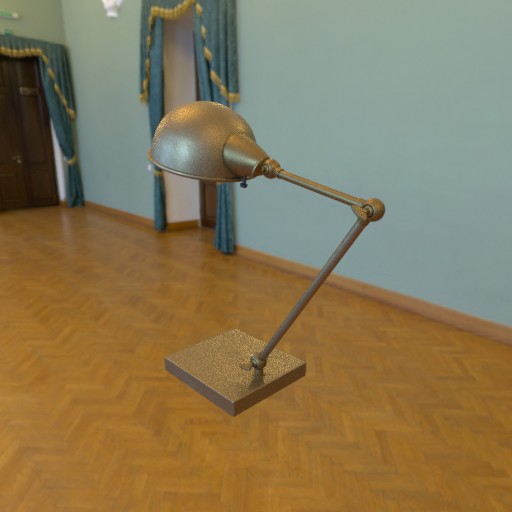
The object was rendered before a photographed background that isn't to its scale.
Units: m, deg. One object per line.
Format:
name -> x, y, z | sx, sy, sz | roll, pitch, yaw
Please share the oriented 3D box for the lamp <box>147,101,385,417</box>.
lamp -> 0.000, 0.000, 0.551 | 0.149, 0.371, 0.339 | -15, 22, -42
